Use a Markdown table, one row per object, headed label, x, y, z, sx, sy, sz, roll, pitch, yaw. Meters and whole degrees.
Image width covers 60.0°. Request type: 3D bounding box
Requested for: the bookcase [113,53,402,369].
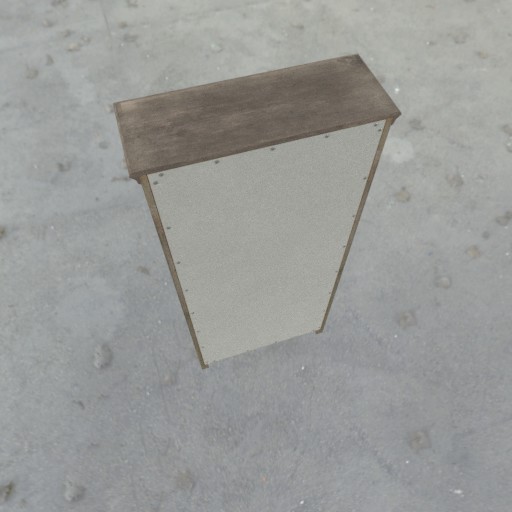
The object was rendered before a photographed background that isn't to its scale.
| label | x | y | z | sx | sy | sz | roll | pitch | yaw |
| --- | --- | --- | --- | --- | --- | --- | --- | --- | --- |
| bookcase | 0.000 | 0.000 | 2.268 | 0.906 | 1.880 | 0.348 | -15 | 59 | -9 |
